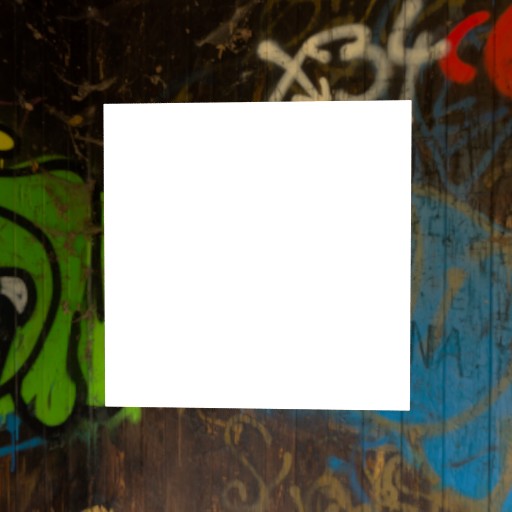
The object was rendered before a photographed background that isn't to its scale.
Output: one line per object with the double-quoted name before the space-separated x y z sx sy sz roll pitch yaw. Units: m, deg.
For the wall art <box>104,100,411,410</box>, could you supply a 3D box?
"wall art" 0.000 0.000 0.528 0.355 0.355 0.027 0 1 2
